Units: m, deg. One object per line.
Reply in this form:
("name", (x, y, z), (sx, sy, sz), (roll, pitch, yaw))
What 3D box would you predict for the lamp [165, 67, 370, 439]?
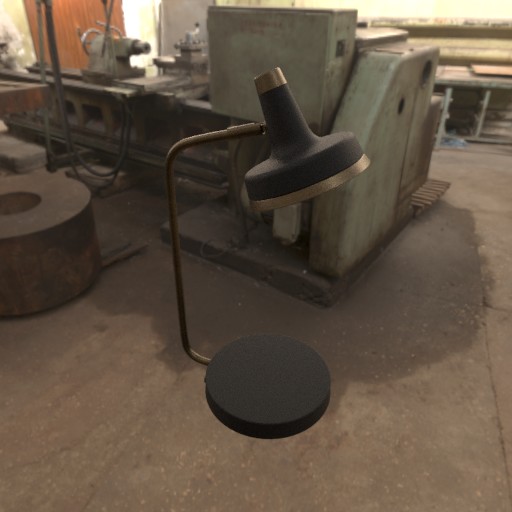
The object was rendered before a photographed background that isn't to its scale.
("lamp", (0.000, 0.000, 0.488), (0.218, 0.385, 0.162), (11, 31, 19))
